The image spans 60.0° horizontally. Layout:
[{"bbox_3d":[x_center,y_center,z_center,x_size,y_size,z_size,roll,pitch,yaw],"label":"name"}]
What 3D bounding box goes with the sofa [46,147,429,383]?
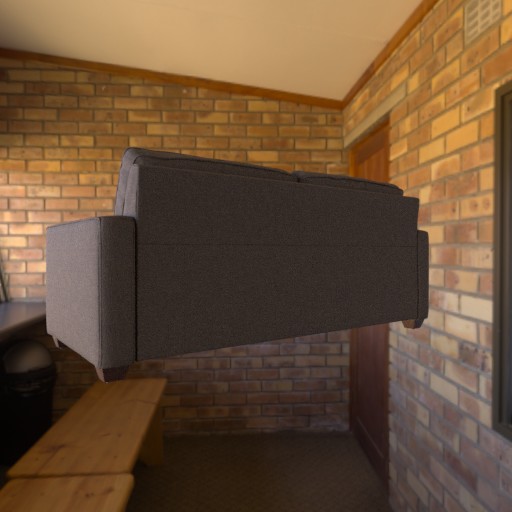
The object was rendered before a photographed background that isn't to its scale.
[{"bbox_3d":[0.000,0.000,2.536,2.080,0.919,0.940,0,1,-36],"label":"sofa"}]
